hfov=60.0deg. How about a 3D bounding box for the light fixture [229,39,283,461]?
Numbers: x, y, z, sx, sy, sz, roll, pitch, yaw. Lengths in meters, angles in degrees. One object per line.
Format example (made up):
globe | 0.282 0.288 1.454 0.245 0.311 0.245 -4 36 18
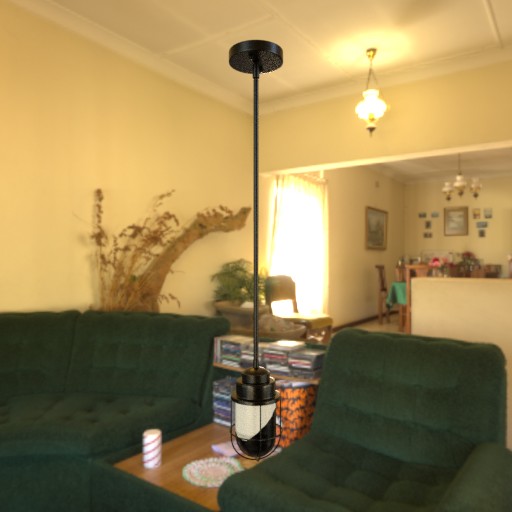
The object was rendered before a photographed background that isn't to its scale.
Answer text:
light fixture | 0.000 0.000 1.002 0.123 0.920 0.123 0 0 18
